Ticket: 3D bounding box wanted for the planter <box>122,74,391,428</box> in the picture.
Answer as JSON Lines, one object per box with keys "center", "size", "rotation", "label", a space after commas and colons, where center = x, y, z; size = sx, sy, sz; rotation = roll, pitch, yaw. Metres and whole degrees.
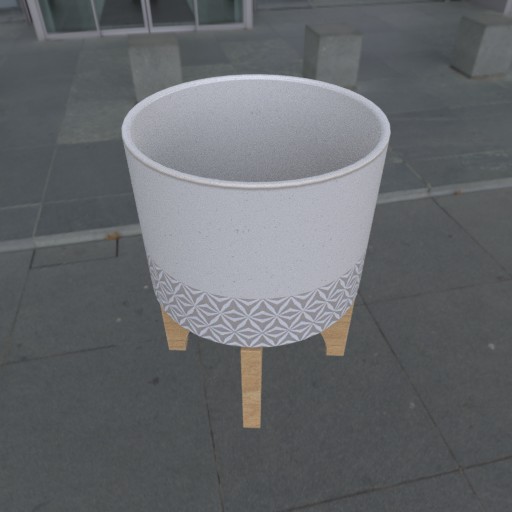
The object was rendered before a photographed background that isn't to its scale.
{"center": [0.000, 0.000, 0.529], "size": [0.249, 0.343, 0.249], "rotation": [0, 40, 0], "label": "planter"}
